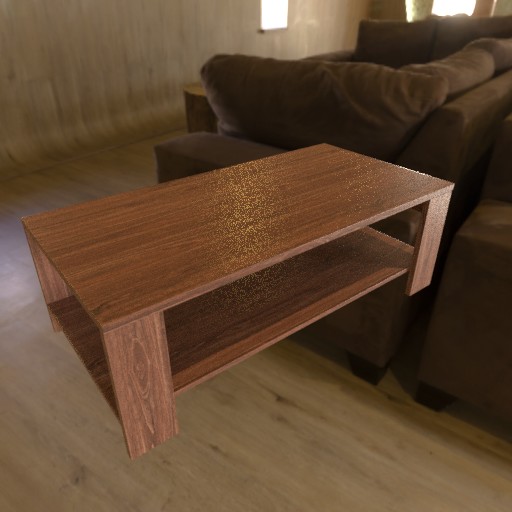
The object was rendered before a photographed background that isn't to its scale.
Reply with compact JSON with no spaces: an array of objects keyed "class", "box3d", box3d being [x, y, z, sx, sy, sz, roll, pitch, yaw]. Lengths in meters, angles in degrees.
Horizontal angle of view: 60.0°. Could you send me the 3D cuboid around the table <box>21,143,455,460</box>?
[{"class":"table","box3d":[0.000,0.000,1.453,1.200,0.400,0.600,-21,36,-32]}]
